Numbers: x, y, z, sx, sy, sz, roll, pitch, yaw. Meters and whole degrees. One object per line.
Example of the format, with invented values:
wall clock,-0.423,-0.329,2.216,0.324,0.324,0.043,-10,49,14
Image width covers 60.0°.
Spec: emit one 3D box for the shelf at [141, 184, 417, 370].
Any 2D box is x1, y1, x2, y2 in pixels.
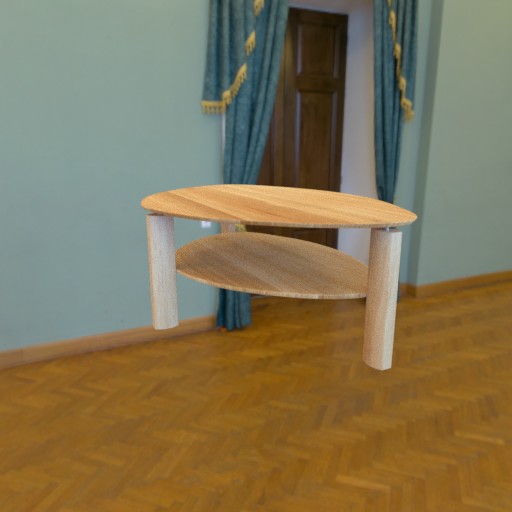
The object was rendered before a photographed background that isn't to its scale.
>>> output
shelf,0.000,0.000,1.711,0.845,0.440,1.246,-7,16,-26
